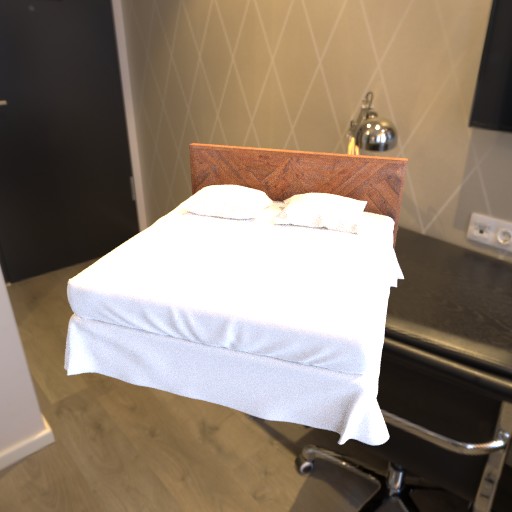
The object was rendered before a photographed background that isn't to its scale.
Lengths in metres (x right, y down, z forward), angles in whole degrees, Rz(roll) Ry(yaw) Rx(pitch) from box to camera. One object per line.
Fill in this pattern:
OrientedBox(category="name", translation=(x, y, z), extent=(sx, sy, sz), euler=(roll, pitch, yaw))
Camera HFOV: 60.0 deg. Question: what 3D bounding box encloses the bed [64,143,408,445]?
OrientedBox(category="bed", translation=(0.000, 0.000, 3.381), extent=(2.255, 1.158, 2.165), euler=(8, 27, 16))
